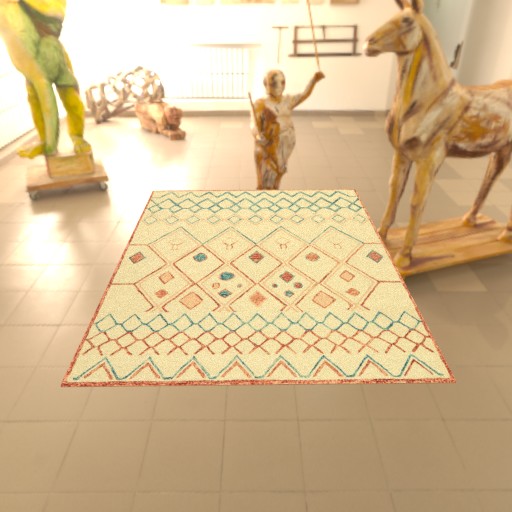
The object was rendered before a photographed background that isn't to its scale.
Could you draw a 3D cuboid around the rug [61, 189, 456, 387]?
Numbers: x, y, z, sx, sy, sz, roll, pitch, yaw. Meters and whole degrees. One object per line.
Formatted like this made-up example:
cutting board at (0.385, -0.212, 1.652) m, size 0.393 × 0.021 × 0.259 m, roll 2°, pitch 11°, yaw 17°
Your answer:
rug at (0.000, 0.000, 4.028) m, size 2.441 × 0.016 × 3.050 m, roll 0°, pitch 31°, yaw -1°
